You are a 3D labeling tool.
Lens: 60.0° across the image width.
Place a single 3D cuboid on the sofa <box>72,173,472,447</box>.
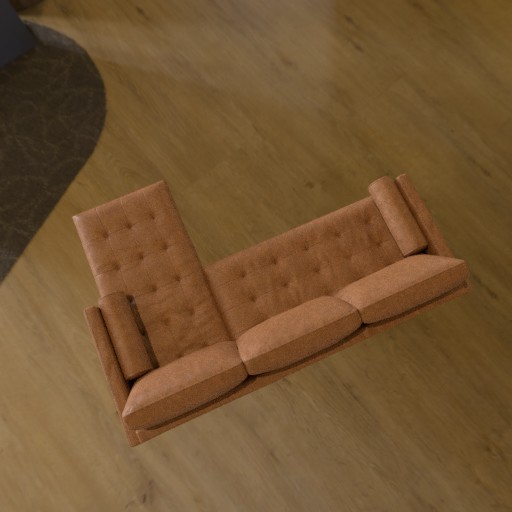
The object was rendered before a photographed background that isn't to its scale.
[{"bbox_3d":[0.000,0.000,2.853,2.178,0.876,1.506,-23,77,-6],"label":"sofa"}]
